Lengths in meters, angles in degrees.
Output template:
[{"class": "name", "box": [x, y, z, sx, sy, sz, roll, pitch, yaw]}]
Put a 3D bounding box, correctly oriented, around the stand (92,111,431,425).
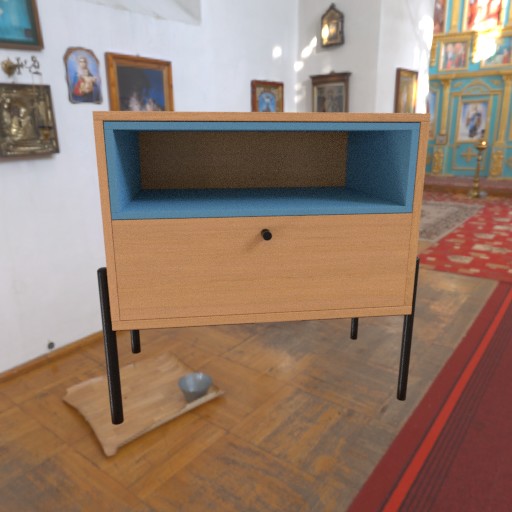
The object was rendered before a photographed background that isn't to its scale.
[{"class": "stand", "box": [0.000, 0.000, 0.998, 0.630, 0.600, 0.400, -2, 15, -7]}]
